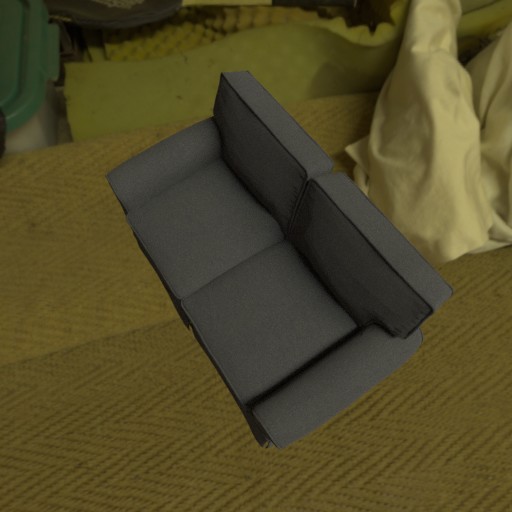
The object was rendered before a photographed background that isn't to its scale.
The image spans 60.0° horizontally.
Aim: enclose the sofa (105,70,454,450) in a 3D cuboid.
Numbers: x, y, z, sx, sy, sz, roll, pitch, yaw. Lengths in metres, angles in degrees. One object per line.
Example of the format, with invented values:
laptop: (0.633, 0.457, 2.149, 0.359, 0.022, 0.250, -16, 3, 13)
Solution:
sofa: (0.000, 0.000, 2.438, 0.997, 1.059, 1.801, -31, 67, -15)
